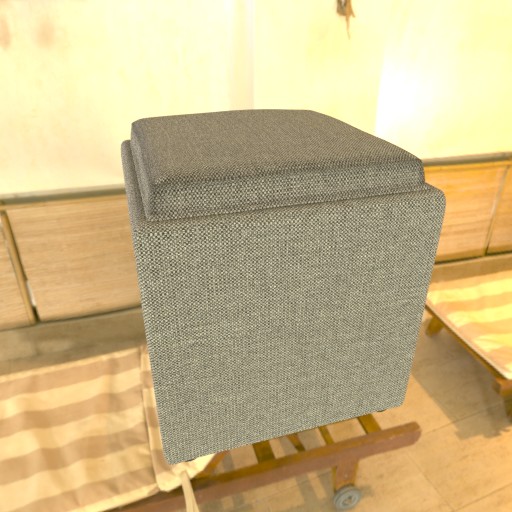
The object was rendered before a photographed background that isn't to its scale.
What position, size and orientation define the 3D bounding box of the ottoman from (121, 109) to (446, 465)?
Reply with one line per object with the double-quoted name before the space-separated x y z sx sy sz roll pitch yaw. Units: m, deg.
"ottoman" 0.000 0.000 0.837 0.436 0.487 0.454 -8 29 -15
